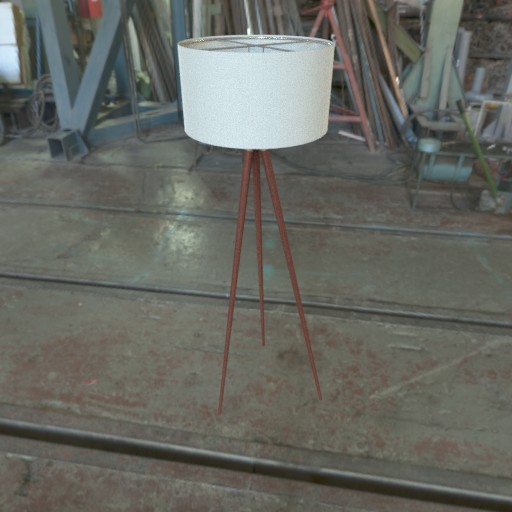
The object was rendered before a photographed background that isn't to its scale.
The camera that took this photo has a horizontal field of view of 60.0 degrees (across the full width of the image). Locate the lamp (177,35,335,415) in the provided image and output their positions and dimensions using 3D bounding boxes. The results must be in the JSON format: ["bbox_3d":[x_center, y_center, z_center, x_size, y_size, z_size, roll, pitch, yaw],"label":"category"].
[{"bbox_3d":[0.000,0.000,1.780,0.483,1.553,0.483,-21,37,-30],"label":"lamp"}]
